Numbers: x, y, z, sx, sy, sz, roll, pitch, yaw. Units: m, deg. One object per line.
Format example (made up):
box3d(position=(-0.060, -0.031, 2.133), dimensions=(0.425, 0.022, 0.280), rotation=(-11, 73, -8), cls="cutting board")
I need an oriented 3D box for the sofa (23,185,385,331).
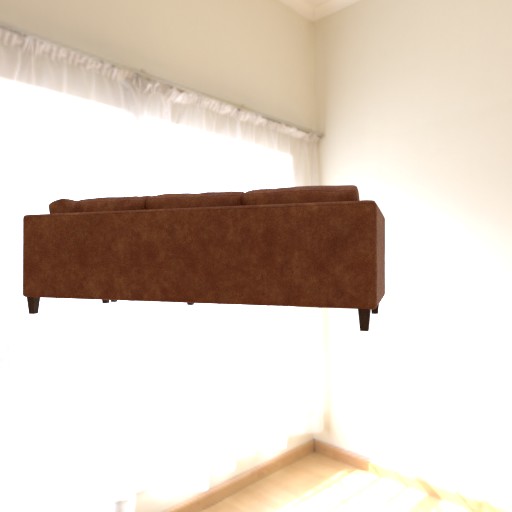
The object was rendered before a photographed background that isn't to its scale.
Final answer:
box3d(position=(0.000, 0.000, 4.233), dimensions=(2.438, 0.838, 3.150), rotation=(0, 0, 19), cls="sofa")
